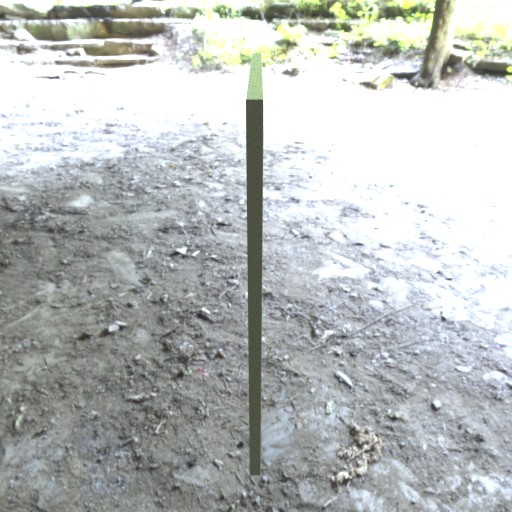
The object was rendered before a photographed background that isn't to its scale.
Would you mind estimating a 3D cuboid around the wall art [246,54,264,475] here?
[{"bbox_3d":[0.000,0.000,0.555,0.013,0.433,0.303,0,30,0],"label":"wall art"}]
